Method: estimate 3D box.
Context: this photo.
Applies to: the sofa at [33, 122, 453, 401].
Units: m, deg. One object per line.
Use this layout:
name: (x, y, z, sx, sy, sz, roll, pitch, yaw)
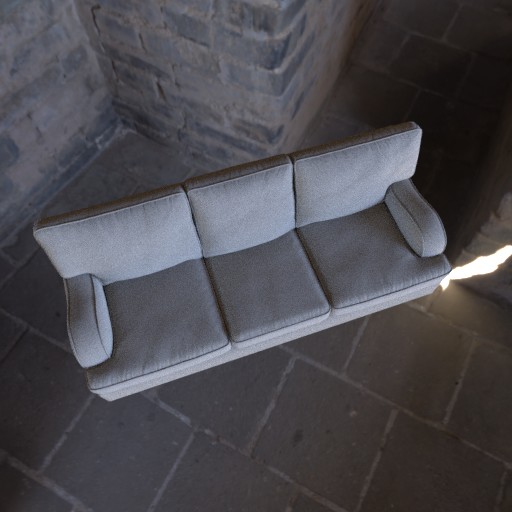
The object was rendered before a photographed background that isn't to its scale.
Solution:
sofa: (0.000, 0.000, 2.798, 2.323, 0.997, 1.016, -17, 64, -8)
